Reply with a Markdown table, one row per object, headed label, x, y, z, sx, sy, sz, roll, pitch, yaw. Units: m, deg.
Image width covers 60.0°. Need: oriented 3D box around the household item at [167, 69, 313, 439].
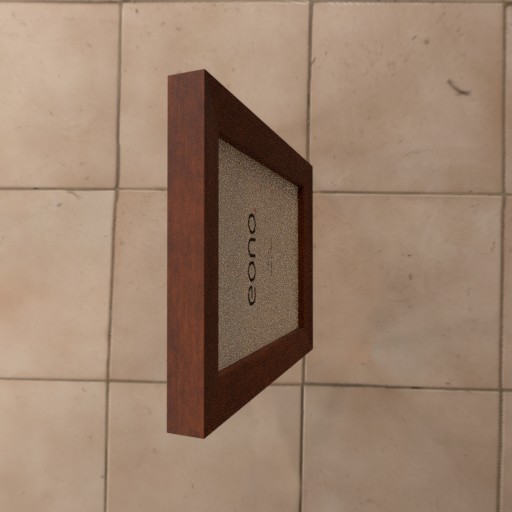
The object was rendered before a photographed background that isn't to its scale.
| label | x | y | z | sx | sy | sz | roll | pitch | yaw |
| --- | --- | --- | --- | --- | --- | --- | --- | --- | --- |
| household item | 0.000 | 0.000 | 0.293 | 0.096 | 0.204 | 0.160 | 0 | 89 | 1 |
